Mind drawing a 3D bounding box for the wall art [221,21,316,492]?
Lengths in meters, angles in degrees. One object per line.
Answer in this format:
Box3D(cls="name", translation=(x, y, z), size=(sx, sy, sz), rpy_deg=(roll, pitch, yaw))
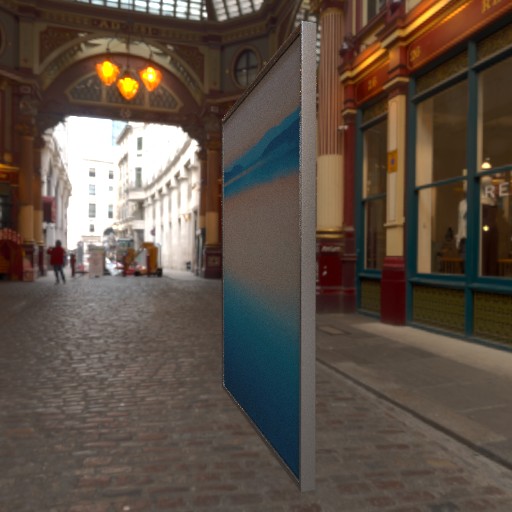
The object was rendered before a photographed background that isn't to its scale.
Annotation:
Box3D(cls="wall art", translation=(0.000, 0.000, 1.384), size=(0.037, 1.062, 0.801), rpy_deg=(0, 1, -17))
